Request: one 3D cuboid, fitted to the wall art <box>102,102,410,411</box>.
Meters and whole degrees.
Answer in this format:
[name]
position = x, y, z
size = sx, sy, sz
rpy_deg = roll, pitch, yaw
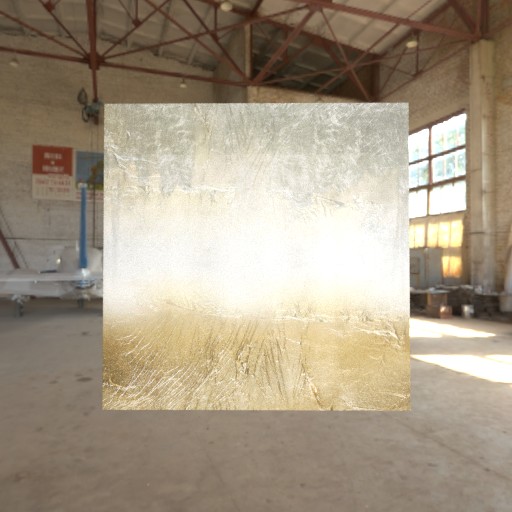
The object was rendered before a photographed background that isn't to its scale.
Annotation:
[wall art]
position = 0.000, 0.000, 0.606
size = 0.405, 0.407, 0.038
rpy_deg = 0, -1, 1
